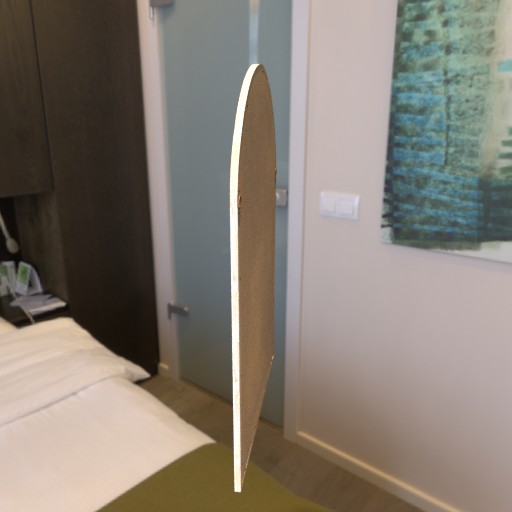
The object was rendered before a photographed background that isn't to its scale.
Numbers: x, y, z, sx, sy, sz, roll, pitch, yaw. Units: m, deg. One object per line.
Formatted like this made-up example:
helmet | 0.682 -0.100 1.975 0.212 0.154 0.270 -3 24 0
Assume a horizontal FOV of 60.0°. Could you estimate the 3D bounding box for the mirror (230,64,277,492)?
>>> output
mirror | 0.000 0.000 1.147 0.032 0.915 0.609 3 16 9
